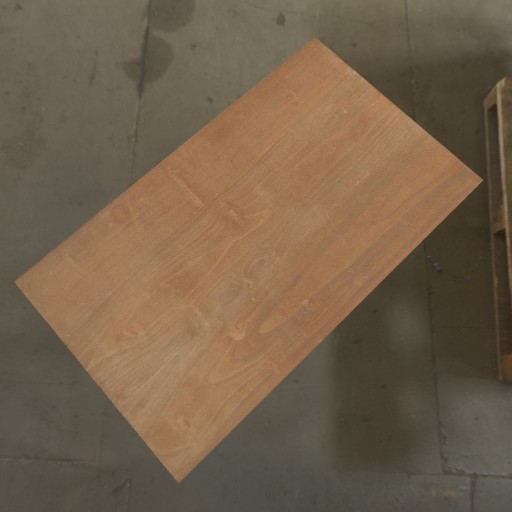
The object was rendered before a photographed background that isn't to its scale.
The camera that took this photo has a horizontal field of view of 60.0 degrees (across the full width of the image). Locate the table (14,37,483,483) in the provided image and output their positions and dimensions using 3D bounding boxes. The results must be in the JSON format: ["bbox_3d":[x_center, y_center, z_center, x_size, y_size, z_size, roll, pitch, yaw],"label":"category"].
[{"bbox_3d":[0.000,0.000,2.094,1.609,0.780,0.946,-42,79,-11],"label":"table"}]
